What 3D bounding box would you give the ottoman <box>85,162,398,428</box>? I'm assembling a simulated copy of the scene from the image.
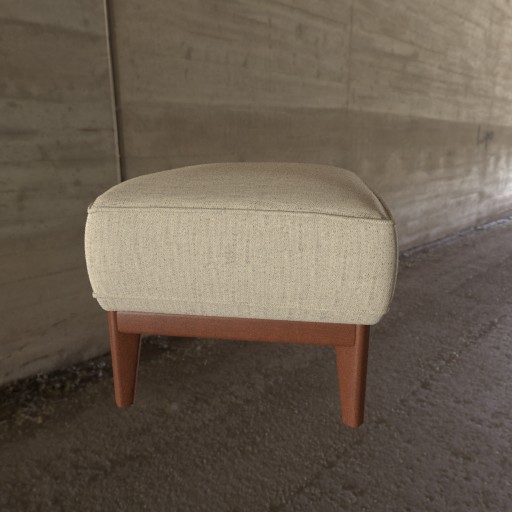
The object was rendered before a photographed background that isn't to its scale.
[{"bbox_3d":[0.000,0.000,1.165,0.594,0.465,0.794,2,15,8],"label":"ottoman"}]
